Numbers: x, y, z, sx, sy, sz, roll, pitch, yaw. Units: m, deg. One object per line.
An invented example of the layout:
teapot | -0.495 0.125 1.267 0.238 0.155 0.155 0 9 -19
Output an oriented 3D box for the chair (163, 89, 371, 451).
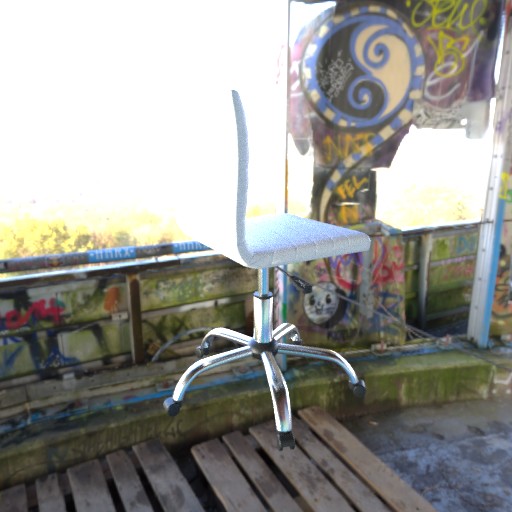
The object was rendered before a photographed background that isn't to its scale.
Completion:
chair | 0.000 0.000 1.163 0.530 0.780 0.556 -8 16 -27
